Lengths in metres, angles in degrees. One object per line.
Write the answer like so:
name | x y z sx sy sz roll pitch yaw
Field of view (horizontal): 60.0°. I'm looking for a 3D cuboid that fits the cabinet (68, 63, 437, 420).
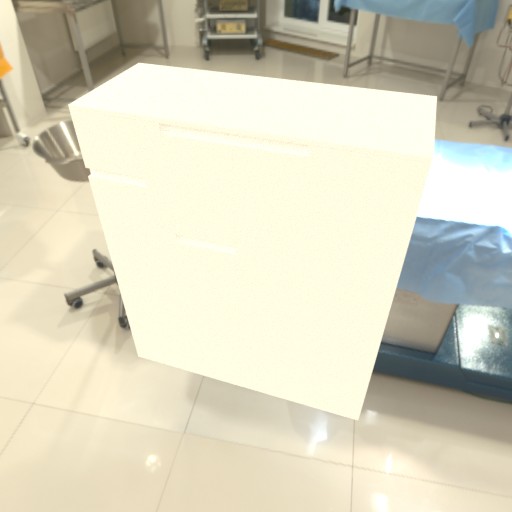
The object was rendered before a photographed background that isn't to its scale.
cabinet | 0.000 0.000 1.677 1.000 1.190 0.400 12 42 14
